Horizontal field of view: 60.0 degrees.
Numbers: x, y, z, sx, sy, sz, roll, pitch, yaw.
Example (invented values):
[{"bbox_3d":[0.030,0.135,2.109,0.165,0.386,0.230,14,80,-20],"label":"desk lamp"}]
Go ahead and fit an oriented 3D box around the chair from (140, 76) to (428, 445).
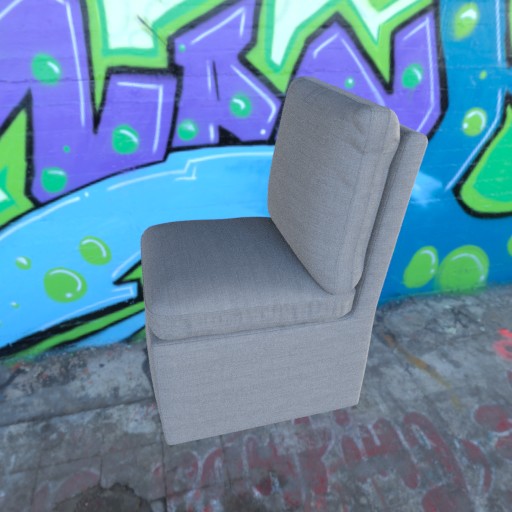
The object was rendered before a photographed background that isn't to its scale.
[{"bbox_3d":[0.000,0.000,1.318,0.698,0.927,0.503,-7,31,-13],"label":"chair"}]
